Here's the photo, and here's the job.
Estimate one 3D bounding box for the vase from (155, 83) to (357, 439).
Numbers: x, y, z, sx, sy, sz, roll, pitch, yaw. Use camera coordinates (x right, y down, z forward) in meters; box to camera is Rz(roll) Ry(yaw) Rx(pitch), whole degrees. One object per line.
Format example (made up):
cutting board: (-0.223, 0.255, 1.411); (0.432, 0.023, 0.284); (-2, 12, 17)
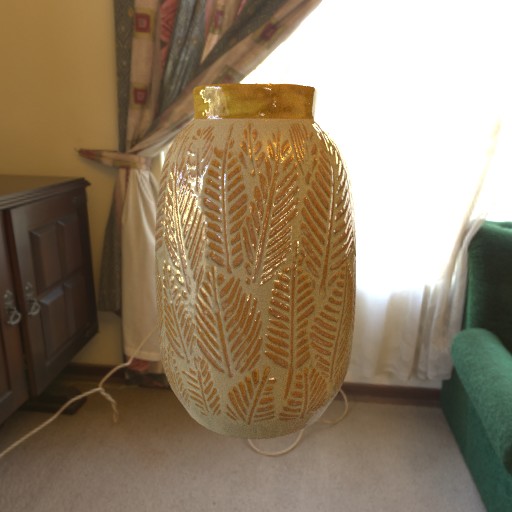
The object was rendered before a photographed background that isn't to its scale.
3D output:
vase: (0.000, 0.000, 0.380); (0.172, 0.270, 0.172); (0, 16, 0)
